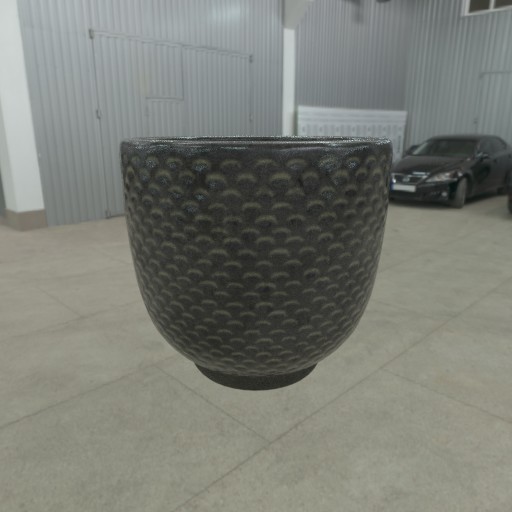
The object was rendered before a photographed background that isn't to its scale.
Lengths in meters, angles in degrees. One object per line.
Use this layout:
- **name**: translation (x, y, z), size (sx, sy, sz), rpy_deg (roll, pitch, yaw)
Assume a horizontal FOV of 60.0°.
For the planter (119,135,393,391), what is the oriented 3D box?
- **planter**: translation (0.000, 0.000, 0.310), size (0.172, 0.160, 0.172), rpy_deg (0, 16, 0)
